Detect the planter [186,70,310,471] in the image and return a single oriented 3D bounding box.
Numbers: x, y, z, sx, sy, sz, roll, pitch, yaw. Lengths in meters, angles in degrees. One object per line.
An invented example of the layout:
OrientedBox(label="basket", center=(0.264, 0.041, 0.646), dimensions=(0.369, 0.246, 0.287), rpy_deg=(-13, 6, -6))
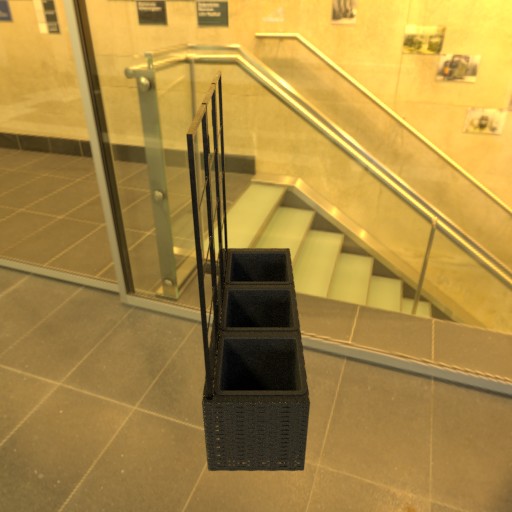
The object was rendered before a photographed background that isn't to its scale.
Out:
OrientedBox(label="planter", center=(0.000, 0.000, 1.195), dimensions=(0.244, 0.841, 0.698), rpy_deg=(0, 31, 0))
